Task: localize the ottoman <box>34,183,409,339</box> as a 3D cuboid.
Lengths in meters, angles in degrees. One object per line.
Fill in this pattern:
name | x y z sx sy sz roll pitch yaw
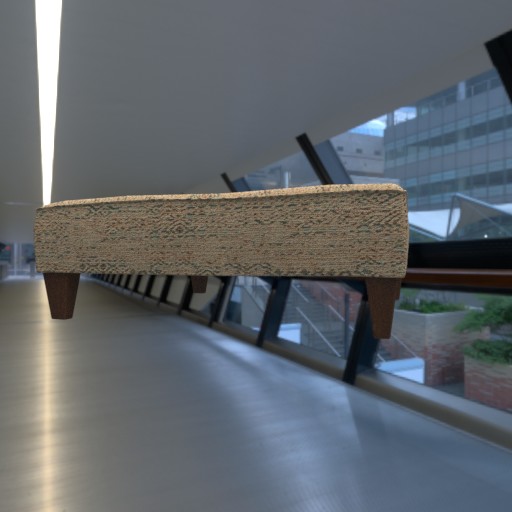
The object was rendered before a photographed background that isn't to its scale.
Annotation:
ottoman | 0.000 0.000 1.538 1.004 0.356 0.968 0 0 19
